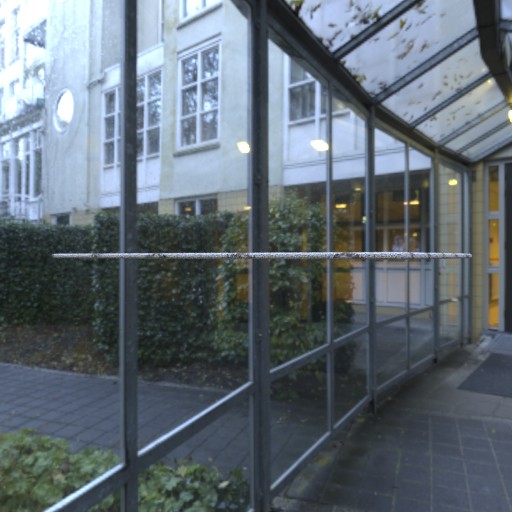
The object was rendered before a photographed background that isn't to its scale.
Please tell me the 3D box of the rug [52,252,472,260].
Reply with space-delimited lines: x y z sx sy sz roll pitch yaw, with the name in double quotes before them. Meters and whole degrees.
"rug" 0.000 0.000 3.017 2.438 0.030 1.524 0 0 35
